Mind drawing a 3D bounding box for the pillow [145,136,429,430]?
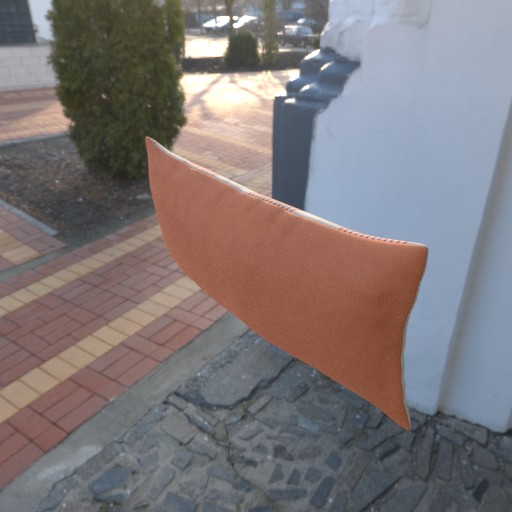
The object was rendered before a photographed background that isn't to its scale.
[{"bbox_3d":[0.000,0.000,0.719,0.156,0.292,0.608,-20,34,-33],"label":"pillow"}]
